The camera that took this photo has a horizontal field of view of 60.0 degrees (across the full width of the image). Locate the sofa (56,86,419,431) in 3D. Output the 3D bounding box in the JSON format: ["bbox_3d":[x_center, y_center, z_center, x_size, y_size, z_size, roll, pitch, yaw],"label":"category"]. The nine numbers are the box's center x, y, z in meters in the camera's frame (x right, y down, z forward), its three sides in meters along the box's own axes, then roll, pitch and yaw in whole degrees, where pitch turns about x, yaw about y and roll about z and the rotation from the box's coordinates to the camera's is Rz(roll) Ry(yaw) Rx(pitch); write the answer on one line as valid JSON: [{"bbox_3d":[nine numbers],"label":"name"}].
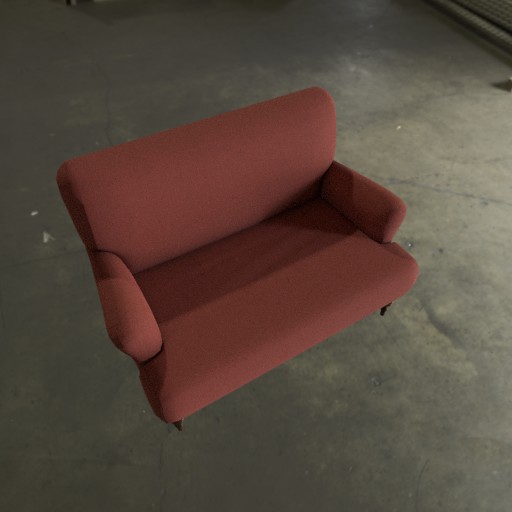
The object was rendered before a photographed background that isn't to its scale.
[{"bbox_3d":[0.000,0.000,1.834,1.297,0.889,0.779,-24,51,-21],"label":"sofa"}]
